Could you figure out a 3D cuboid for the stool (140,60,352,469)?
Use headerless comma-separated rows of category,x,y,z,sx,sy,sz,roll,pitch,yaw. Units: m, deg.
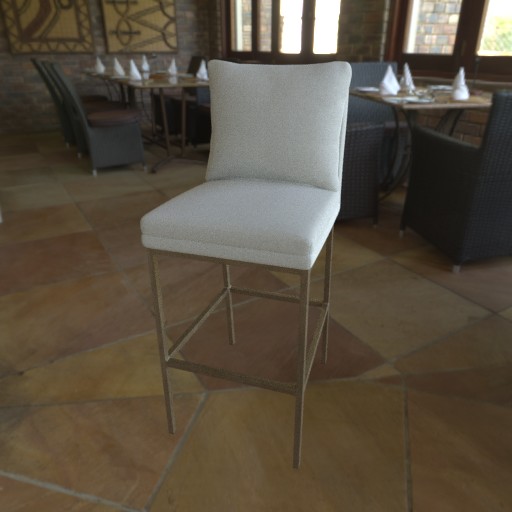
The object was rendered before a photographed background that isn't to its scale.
stool,0.000,0.000,1.404,0.463,1.125,0.572,8,27,16
